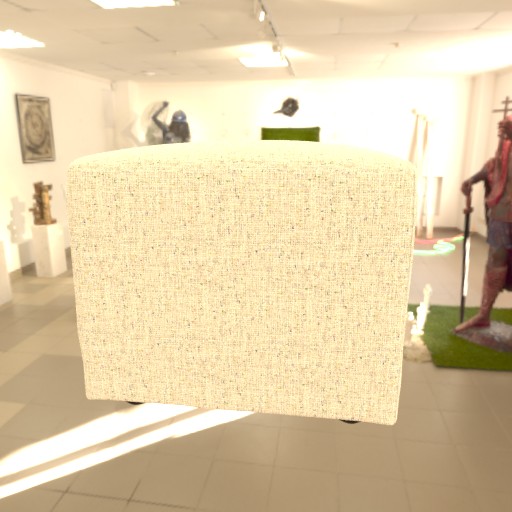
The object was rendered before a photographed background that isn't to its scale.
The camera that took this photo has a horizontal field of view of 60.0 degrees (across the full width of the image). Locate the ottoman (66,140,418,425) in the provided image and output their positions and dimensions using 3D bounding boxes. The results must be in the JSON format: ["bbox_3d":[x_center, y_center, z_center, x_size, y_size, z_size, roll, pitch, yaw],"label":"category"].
[{"bbox_3d":[0.000,0.000,0.896,0.512,0.453,0.521,2,15,8],"label":"ottoman"}]
